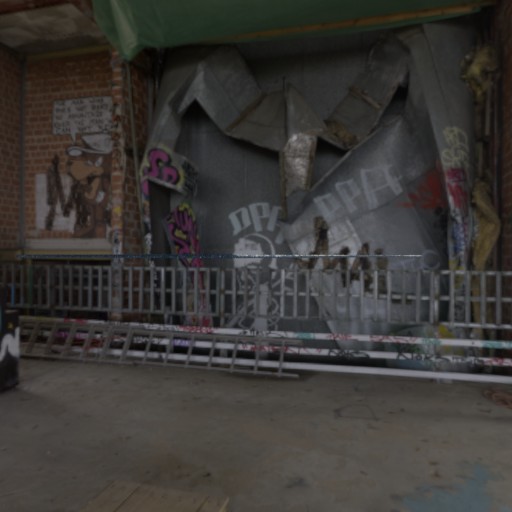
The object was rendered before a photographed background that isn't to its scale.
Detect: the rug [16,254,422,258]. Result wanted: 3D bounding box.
[{"bbox_3d":[0.000,0.000,2.984,1.530,0.015,2.449,0,0,35],"label":"rug"}]
